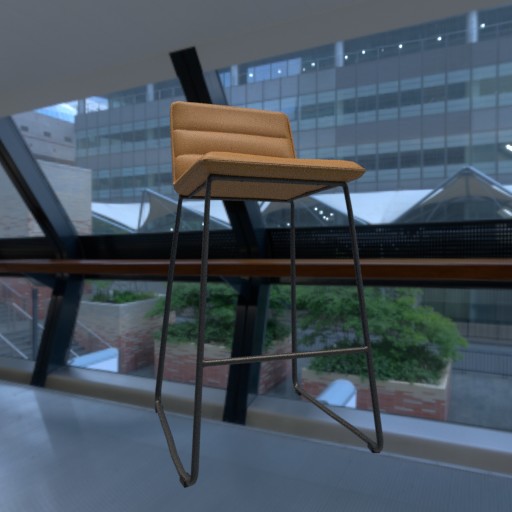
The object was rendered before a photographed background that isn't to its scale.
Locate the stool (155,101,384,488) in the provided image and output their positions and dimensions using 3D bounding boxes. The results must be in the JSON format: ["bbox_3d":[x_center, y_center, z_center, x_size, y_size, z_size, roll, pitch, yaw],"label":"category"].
[{"bbox_3d":[0.000,0.000,1.191,0.489,0.936,0.524,0,1,-19],"label":"stool"}]
